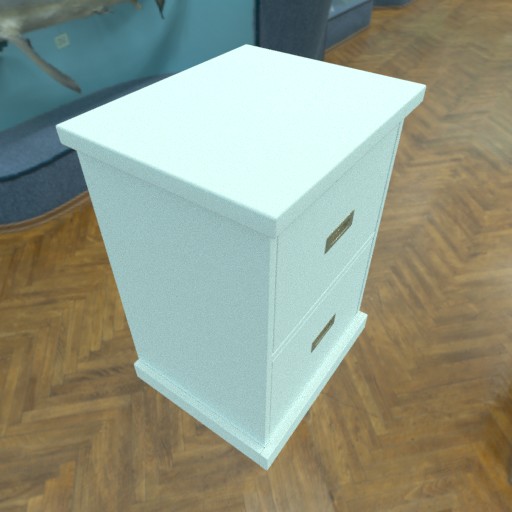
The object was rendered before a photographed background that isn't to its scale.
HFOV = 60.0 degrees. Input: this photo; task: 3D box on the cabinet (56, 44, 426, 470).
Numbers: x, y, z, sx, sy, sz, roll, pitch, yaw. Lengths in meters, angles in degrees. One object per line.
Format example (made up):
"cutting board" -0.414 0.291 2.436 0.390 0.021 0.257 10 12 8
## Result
"cabinet" 0.000 0.000 1.022 0.431 0.723 0.520 26 48 26
